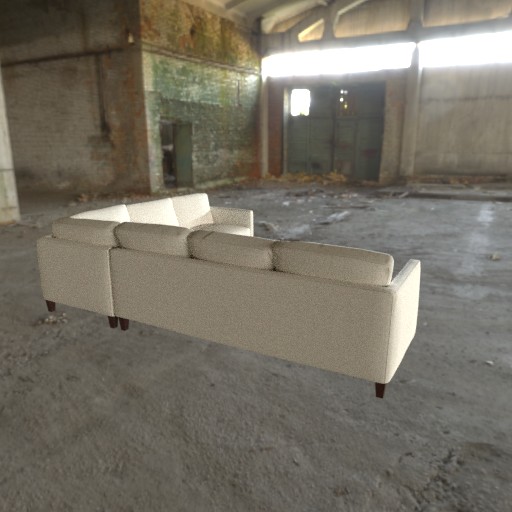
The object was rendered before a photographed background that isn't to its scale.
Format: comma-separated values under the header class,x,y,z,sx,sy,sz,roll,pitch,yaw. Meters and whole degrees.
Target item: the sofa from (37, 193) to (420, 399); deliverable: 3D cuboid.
class,x,y,z,sx,sy,sz,roll,pitch,yaw
sofa,0.000,0.000,4.483,3.302,0.947,2.593,8,16,28
